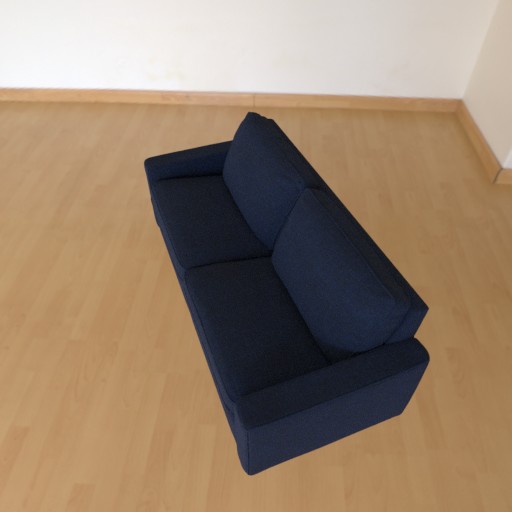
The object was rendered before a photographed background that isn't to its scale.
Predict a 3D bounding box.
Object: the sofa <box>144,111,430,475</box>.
[{"bbox_3d":[0.000,0.000,2.632,0.940,0.919,2.080,-16,48,-15],"label":"sofa"}]
